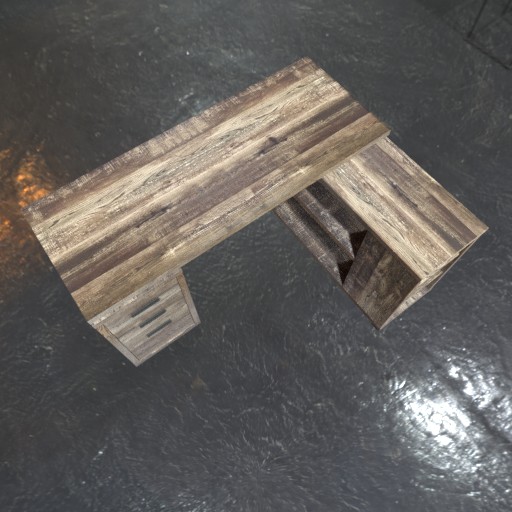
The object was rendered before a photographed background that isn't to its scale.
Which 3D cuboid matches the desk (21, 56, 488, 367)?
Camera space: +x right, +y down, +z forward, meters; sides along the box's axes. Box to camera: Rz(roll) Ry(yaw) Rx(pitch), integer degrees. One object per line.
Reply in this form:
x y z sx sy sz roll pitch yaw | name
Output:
0.000 0.000 2.148 1.524 0.753 1.200 -34 68 -15 | desk
